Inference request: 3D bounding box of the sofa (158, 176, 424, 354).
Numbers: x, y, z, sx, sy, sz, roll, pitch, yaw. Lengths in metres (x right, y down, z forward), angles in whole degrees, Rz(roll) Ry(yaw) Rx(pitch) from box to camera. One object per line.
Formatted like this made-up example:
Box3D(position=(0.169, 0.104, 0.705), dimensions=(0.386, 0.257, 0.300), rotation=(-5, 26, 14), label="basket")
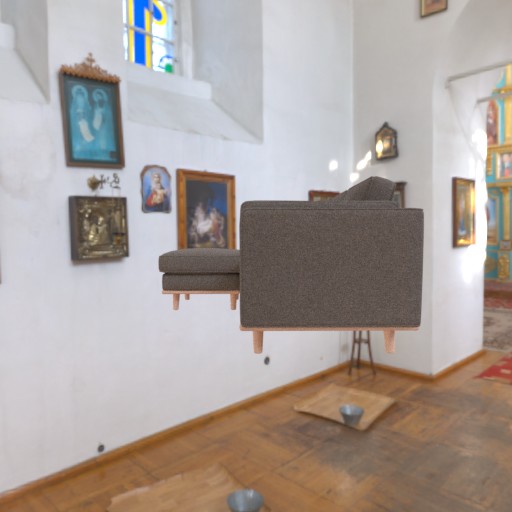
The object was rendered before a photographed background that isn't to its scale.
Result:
Box3D(position=(0.000, 0.000, 3.261), dimensions=(1.604, 0.929, 2.411), rotation=(0, 2, 0), label="sofa")
